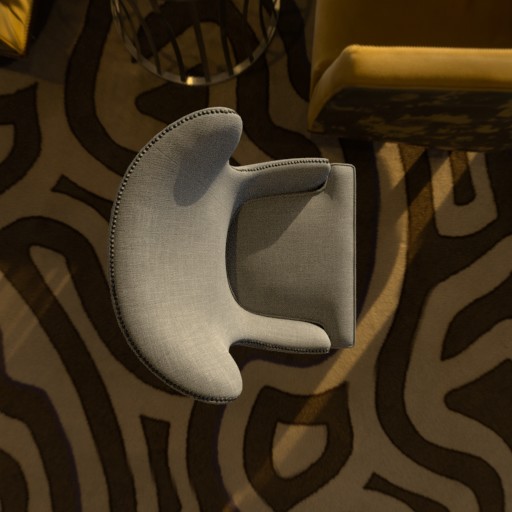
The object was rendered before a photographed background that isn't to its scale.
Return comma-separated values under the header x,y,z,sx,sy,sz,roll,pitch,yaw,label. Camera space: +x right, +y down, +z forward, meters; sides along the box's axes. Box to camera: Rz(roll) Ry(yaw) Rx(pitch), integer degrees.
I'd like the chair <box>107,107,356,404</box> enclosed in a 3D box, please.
x,y,z,sx,sy,sz,roll,pitch,yaw,label
0.000,0.000,1.846,0.883,1.176,0.864,0,90,-1,chair
